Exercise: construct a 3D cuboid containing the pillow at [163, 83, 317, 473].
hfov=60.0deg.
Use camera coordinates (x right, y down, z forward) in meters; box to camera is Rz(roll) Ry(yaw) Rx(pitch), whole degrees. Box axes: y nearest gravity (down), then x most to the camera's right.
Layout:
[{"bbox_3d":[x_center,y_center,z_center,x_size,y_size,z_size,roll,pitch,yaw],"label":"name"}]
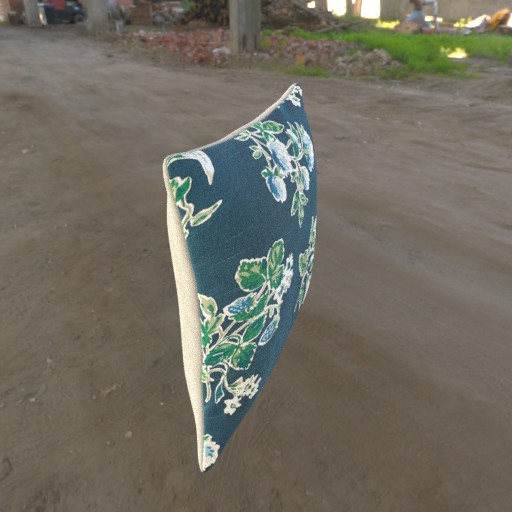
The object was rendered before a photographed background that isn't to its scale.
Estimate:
[{"bbox_3d":[0.000,0.000,0.789,0.166,0.508,0.525,10,31,17],"label":"pillow"}]
